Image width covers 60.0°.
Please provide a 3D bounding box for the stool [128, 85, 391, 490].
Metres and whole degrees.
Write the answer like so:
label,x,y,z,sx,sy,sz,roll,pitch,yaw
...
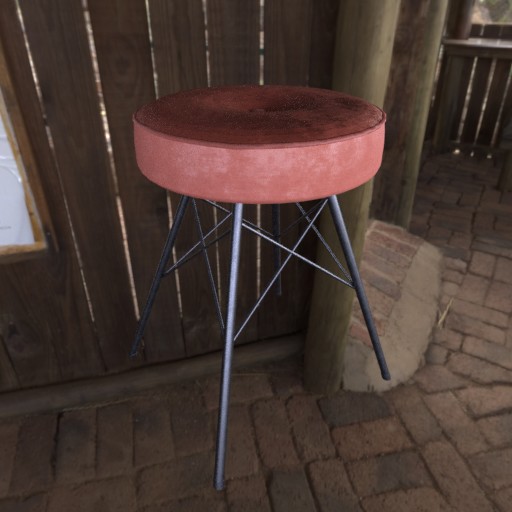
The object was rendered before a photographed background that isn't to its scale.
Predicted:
label,x,y,z,sx,sy,sz,roll,pitch,yaw
stool,0.000,0.000,0.874,0.457,0.593,0.421,-20,35,-30
